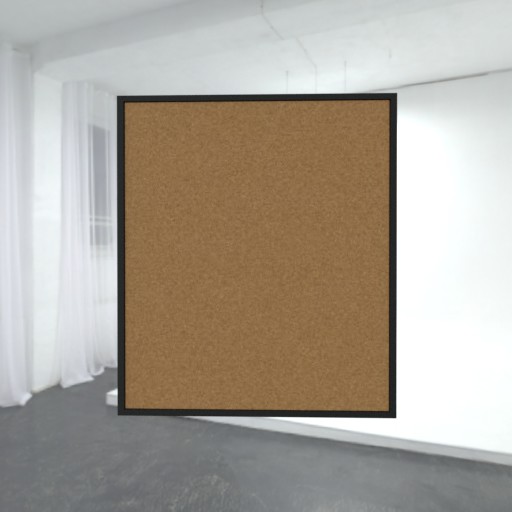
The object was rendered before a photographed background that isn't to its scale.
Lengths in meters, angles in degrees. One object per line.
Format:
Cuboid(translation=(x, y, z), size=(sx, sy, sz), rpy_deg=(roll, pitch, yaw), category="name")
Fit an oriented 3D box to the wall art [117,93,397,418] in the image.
Cuboid(translation=(0.000, 0.000, 0.533), size=(0.330, 0.381, 0.019), rpy_deg=(0, 0, 2), category="wall art")
